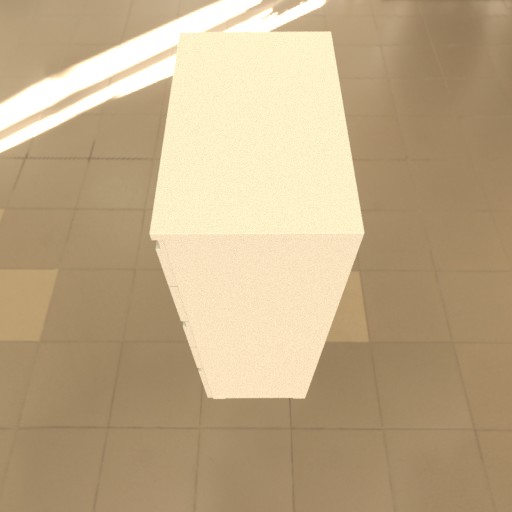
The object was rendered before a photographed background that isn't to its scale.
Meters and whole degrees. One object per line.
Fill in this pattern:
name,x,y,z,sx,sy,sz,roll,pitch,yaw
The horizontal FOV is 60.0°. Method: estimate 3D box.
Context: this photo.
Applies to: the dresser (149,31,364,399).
dresser,0.000,0.000,1.500,0.400,1.190,0.650,0,58,0
